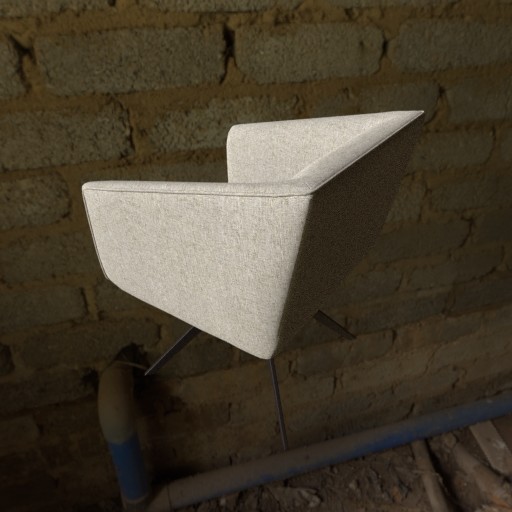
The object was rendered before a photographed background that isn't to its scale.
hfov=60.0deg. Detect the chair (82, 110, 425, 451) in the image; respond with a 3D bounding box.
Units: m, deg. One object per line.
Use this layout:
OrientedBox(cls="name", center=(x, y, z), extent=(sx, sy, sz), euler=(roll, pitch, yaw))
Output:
OrientedBox(cls="chair", center=(0.000, 0.000, 1.235), extent=(0.623, 0.760, 0.628), euler=(20, 37, 28))
